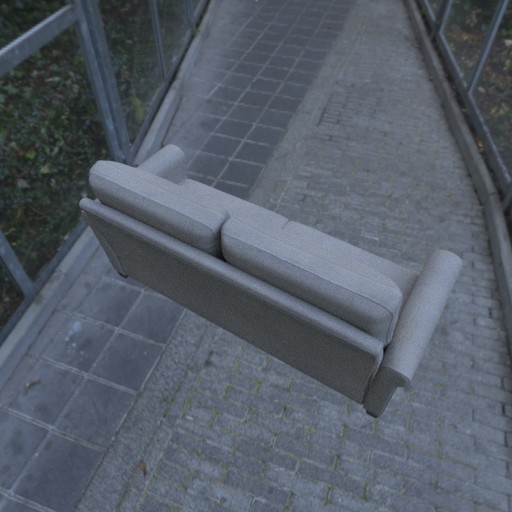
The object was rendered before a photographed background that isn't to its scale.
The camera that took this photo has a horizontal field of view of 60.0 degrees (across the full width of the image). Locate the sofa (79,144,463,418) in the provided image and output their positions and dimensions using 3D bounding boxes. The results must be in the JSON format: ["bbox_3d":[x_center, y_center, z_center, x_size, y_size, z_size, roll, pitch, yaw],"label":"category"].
[{"bbox_3d":[0.000,0.000,2.426,1.935,0.942,0.842,25,52,22],"label":"sofa"}]
